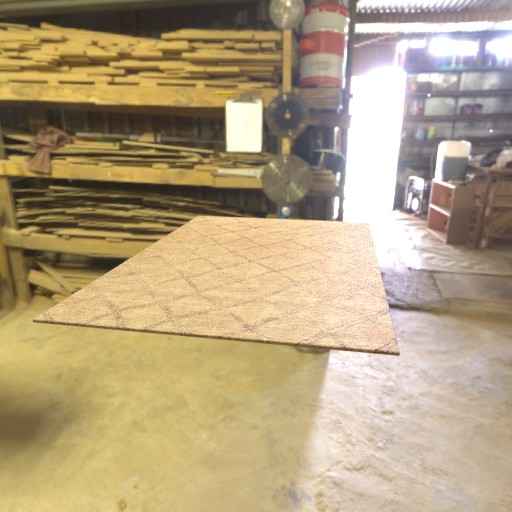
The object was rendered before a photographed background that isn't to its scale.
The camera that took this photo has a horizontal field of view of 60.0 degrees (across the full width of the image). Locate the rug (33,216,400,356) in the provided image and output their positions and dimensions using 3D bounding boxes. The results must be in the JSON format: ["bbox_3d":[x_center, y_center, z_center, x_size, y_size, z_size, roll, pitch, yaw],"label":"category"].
[{"bbox_3d":[0.000,0.000,2.854,1.528,0.014,2.292,3,17,10],"label":"rug"}]
